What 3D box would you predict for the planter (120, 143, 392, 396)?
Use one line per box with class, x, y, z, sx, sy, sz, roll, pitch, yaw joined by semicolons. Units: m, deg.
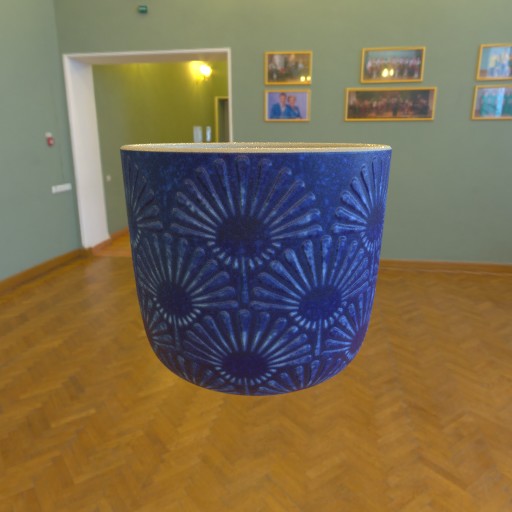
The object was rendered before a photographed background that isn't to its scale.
planter;0.000;0.000;0.224;0.124;0.109;0.124;0;15;0
